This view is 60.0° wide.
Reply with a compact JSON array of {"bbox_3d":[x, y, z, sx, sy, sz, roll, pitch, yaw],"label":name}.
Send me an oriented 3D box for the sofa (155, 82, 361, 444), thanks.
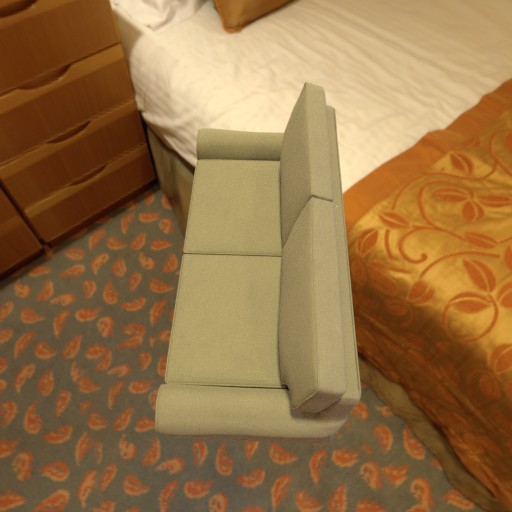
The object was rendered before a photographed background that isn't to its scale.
[{"bbox_3d":[0.000,0.000,2.357,0.841,1.024,1.823,2,57,1],"label":"sofa"}]
